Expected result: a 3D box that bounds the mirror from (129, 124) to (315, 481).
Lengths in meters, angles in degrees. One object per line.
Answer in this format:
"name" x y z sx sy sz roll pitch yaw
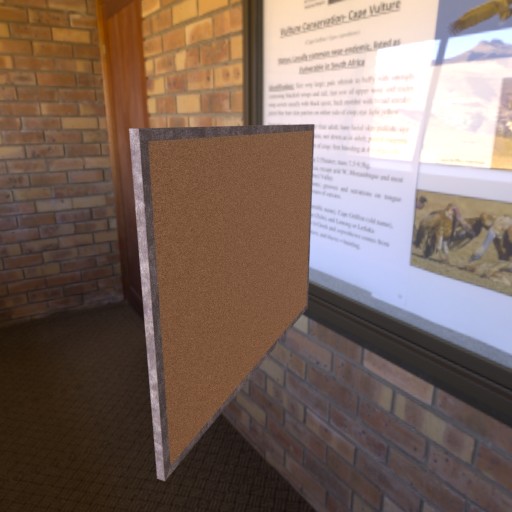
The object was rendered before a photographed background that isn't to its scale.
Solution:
"mirror" 0.000 0.000 1.409 0.022 0.795 1.101 7 18 23
